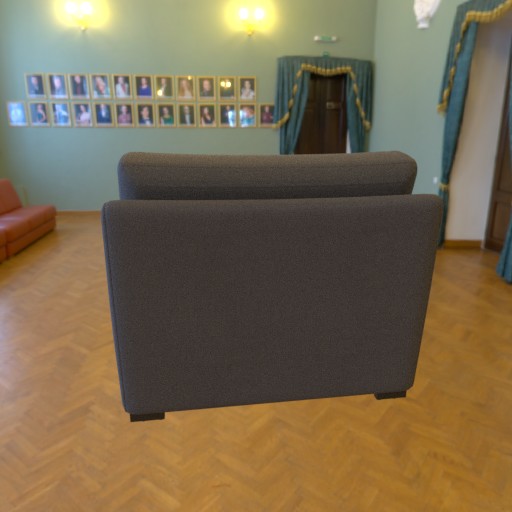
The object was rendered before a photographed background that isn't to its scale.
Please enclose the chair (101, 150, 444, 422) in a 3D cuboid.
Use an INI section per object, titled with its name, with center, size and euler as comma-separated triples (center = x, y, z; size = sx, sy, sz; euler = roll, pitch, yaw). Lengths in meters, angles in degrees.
[chair]
center = 0.000, 0.000, 1.987
size = 1.168, 0.940, 1.143
euler = -2, 15, -8
